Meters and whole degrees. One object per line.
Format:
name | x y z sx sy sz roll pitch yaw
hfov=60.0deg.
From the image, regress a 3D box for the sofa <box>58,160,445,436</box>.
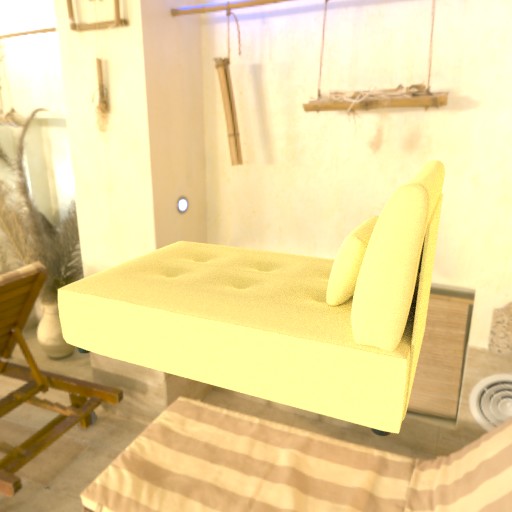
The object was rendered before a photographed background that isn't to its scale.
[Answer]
sofa | 0.000 0.000 1.970 1.450 0.820 0.930 7 18 24
